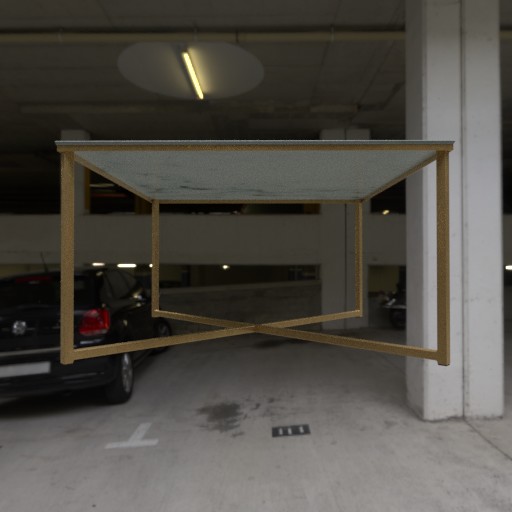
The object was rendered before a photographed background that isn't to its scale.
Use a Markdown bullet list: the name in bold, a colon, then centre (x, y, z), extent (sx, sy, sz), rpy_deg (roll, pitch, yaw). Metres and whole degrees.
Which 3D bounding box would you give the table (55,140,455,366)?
- **table**: centre (0.000, 0.000, 1.281), extent (0.800, 0.450, 0.800), rpy_deg (0, -1, 0)
